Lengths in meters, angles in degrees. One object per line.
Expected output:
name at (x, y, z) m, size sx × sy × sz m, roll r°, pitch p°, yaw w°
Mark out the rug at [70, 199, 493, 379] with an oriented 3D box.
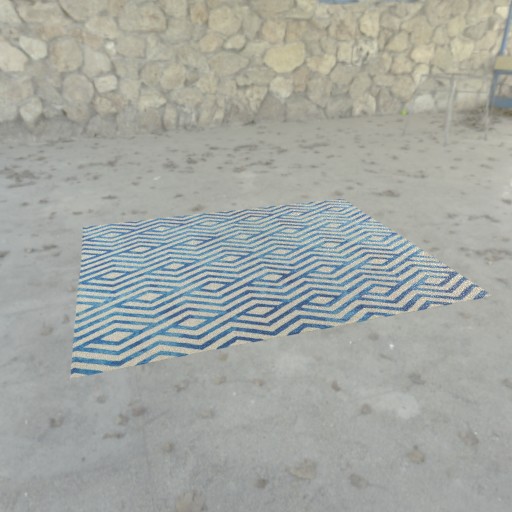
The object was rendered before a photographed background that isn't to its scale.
rug at (0.000, 0.000, 4.055) m, size 3.059 × 0.008 × 2.453 m, roll -8°, pitch 27°, yaw -16°
